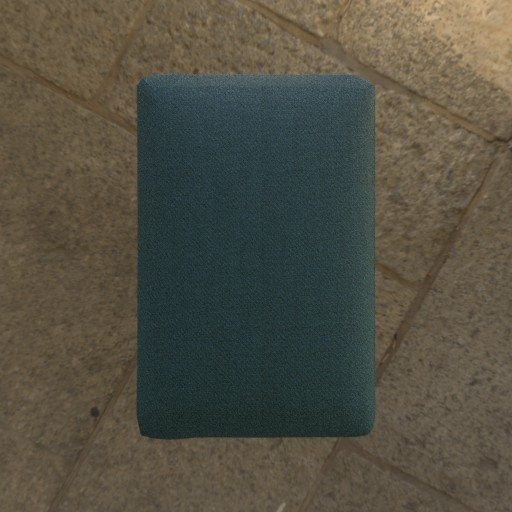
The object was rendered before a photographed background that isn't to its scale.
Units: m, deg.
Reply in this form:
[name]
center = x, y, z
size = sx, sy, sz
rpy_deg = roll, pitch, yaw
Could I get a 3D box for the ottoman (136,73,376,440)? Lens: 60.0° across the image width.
[ottoman]
center = 0.000, 0.000, 1.190
size = 0.563, 0.498, 0.856
rpy_deg = 0, 90, 0
